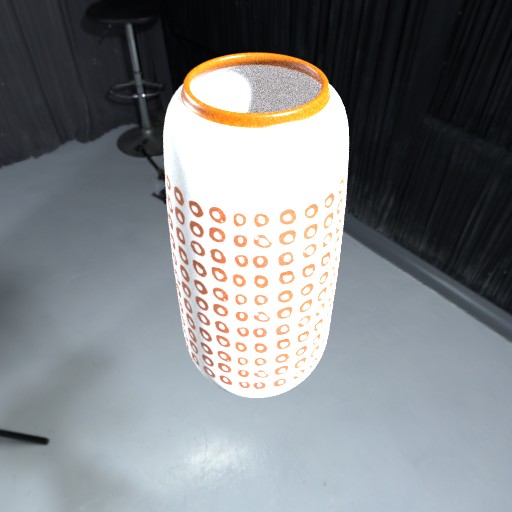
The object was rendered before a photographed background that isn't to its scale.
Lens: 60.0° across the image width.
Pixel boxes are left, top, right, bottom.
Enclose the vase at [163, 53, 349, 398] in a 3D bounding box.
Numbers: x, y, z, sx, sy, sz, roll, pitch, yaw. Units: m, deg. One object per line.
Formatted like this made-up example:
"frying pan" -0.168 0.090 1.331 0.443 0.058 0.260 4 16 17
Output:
"vase" 0.000 0.000 0.350 0.133 0.282 0.133 0 45 0
